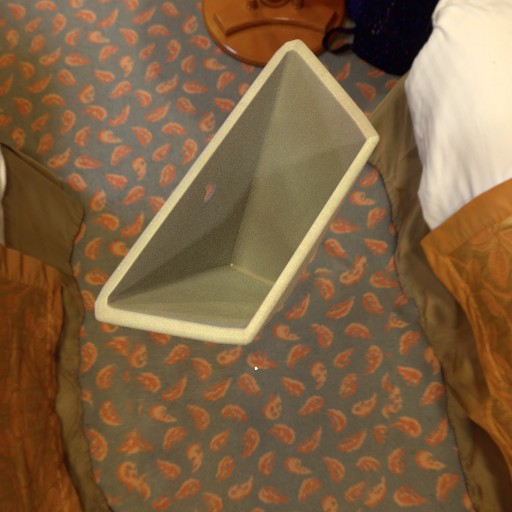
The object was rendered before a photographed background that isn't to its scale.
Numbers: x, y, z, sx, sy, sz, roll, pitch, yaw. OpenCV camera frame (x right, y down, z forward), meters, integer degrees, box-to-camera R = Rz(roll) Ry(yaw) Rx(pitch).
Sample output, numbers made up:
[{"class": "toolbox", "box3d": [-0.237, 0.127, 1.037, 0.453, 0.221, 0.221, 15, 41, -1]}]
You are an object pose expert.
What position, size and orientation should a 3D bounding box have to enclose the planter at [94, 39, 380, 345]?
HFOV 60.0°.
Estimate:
[{"class": "planter", "box3d": [0.000, 0.000, 0.276, 0.060, 0.197, 0.150, 32, 78, 8]}]
